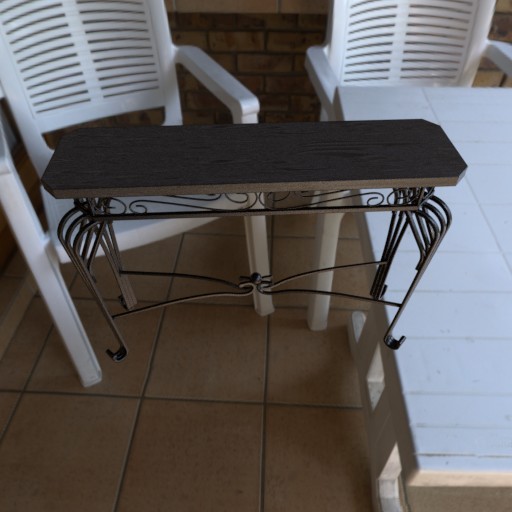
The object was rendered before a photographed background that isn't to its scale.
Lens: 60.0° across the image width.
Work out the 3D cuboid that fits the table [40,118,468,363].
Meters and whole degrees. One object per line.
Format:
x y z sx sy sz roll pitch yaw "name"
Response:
0.000 0.000 1.467 1.112 0.800 0.329 -2 45 -2 "table"
